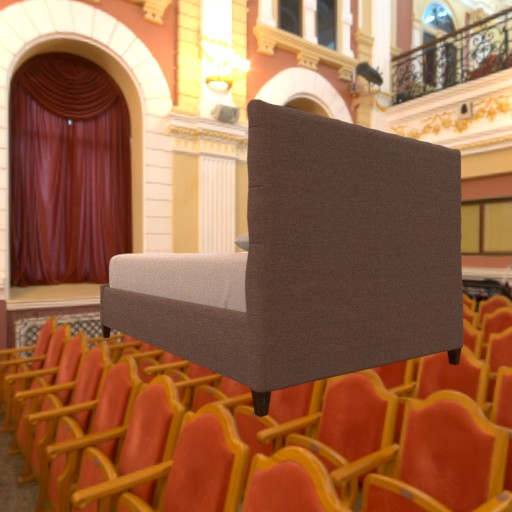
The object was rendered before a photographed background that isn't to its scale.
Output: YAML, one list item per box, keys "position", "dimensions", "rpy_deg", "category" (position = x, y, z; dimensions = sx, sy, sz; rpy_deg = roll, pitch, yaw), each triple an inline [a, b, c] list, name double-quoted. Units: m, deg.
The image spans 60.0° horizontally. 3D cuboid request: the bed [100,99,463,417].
- position: [0.000, 0.000, 3.398]
  dimensions: [1.698, 1.427, 2.387]
  rpy_deg: [0, 0, -36]
  category: "bed"
